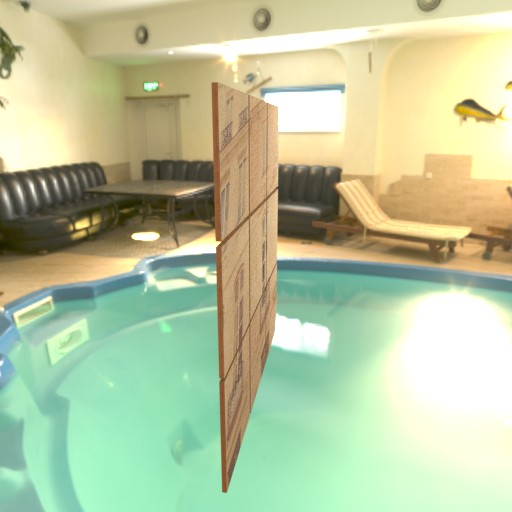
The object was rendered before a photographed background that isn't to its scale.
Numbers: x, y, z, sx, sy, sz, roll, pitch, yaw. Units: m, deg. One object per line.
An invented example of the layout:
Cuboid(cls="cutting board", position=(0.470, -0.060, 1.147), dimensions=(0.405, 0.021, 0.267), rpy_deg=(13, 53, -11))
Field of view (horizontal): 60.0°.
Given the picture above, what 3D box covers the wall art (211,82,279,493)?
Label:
Cuboid(cls="wall art", position=(0.000, 0.000, 1.361), dimensions=(0.018, 0.913, 0.915), rpy_deg=(3, 16, 9))
